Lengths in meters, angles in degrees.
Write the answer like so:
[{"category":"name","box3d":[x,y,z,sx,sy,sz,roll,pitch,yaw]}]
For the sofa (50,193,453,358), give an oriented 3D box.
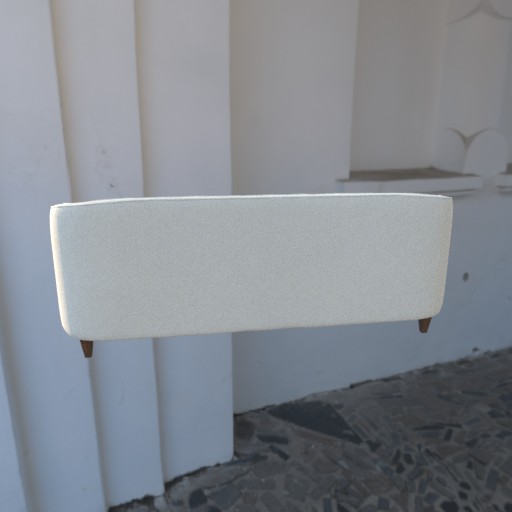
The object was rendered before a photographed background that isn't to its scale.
[{"category":"sofa","box3d":[0.000,0.000,2.768,2.278,0.855,0.941,-2,15,-9]}]
